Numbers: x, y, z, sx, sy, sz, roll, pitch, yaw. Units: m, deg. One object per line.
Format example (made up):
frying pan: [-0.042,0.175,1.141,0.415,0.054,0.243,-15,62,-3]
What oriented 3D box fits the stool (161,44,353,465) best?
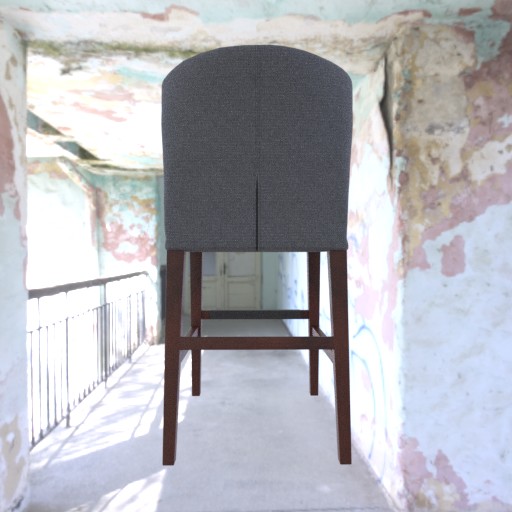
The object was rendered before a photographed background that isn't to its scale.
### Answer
stool: [0.000,0.000,1.281,0.479,0.968,0.568,0,1,-1]
